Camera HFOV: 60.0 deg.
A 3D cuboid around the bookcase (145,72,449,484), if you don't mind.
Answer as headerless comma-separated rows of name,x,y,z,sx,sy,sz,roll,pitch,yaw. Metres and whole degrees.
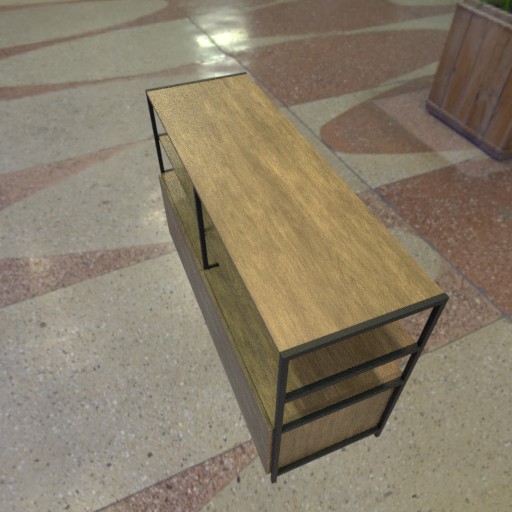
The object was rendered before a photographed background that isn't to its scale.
bookcase,0.000,0.000,1.481,0.391,0.712,1.149,-16,48,-15
